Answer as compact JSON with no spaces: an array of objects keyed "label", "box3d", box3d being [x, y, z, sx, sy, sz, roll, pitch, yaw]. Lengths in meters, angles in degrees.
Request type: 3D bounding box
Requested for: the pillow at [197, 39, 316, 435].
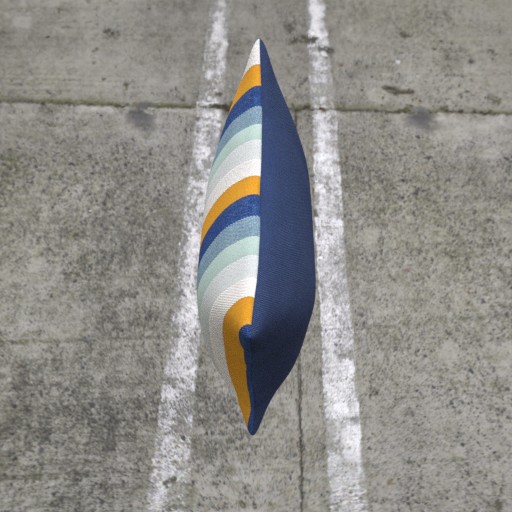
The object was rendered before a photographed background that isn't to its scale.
[{"label":"pillow","box3d":[0.000,0.000,0.708,0.173,0.454,0.463,1,57,1]}]
